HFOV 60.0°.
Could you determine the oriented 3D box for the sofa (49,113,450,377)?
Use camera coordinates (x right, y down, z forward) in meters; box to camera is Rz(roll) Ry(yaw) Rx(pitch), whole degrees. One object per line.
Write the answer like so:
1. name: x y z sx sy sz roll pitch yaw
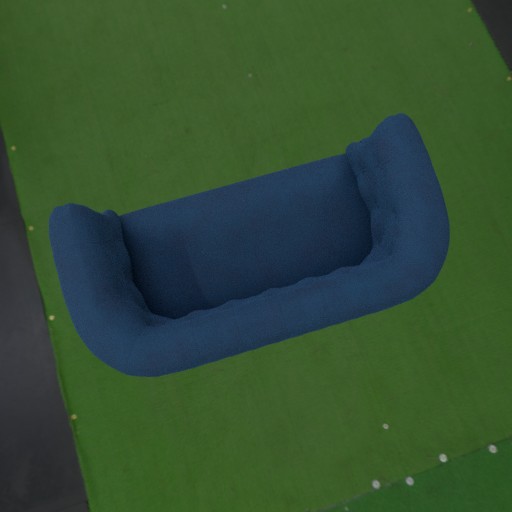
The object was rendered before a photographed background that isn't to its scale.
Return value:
1. sofa: 0.000 0.000 2.062 1.558 0.827 0.835 -16 77 -4
